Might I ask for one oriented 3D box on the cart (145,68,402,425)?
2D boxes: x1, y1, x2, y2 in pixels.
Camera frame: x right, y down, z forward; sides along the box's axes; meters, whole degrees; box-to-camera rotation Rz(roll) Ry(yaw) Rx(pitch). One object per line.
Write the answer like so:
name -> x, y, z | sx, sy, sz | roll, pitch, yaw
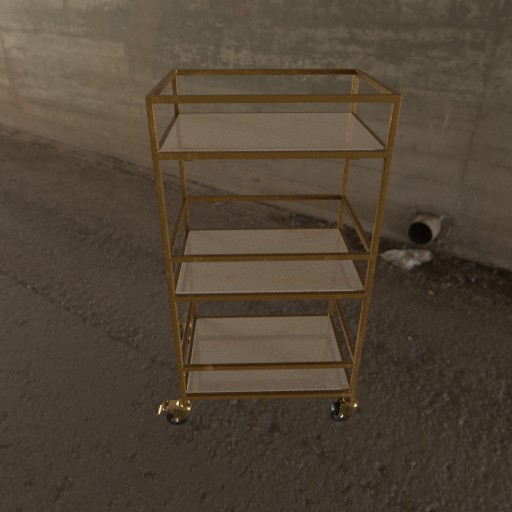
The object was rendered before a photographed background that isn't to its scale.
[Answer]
cart -> 0.000, 0.000, 1.020 | 0.483, 0.761, 0.332 | -1, 30, -1
